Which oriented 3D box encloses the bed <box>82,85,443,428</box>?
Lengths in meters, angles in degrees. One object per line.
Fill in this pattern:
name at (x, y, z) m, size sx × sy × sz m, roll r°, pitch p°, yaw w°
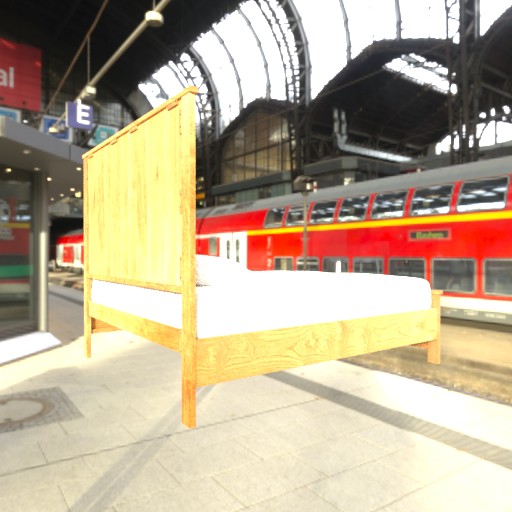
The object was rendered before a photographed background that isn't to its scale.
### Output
bed at (0.000, 0.000, 3.595) m, size 2.201 × 1.686 × 1.936 m, roll 0°, pitch 1°, yaw -36°
